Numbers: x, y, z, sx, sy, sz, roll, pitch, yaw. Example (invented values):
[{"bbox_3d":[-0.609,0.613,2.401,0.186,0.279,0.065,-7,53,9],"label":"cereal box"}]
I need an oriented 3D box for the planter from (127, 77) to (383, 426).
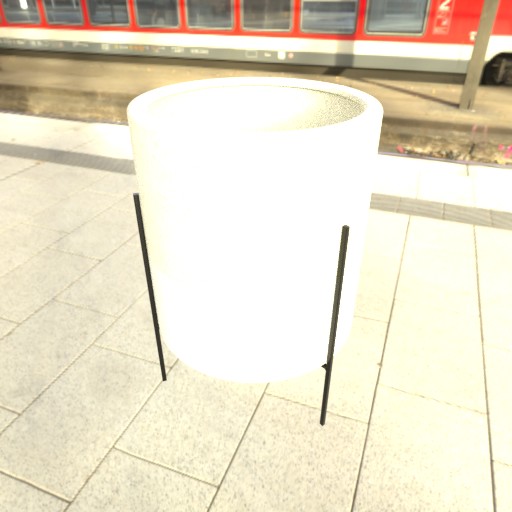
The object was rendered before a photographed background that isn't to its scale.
[{"bbox_3d":[0.000,0.000,0.704,0.324,0.483,0.333,10,33,16],"label":"planter"}]
